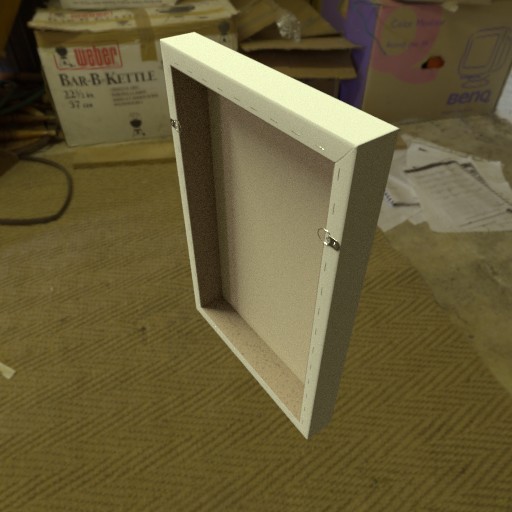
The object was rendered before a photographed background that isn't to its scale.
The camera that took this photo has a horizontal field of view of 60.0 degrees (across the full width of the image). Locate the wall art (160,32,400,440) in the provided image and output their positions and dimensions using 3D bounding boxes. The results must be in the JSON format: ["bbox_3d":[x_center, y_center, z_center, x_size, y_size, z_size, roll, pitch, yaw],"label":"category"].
[{"bbox_3d":[0.000,0.000,0.474,0.039,0.381,0.252,-26,49,-26],"label":"wall art"}]
